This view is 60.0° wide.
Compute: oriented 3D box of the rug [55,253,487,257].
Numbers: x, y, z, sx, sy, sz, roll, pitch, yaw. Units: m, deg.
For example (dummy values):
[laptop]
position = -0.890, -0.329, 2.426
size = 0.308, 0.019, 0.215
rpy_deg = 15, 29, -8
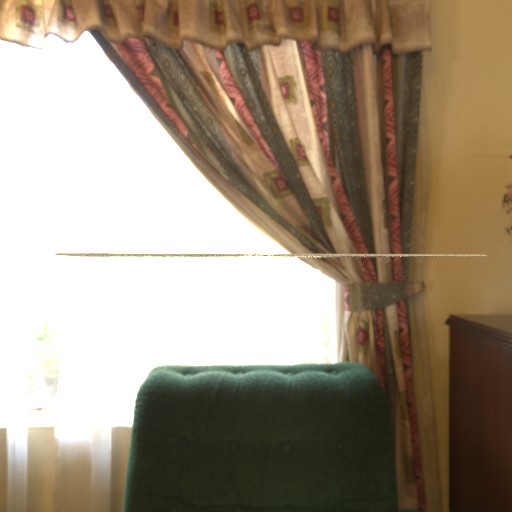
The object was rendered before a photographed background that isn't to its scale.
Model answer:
[rug]
position = 0.000, 0.000, 2.879
size = 2.232, 0.011, 1.555
rpy_deg = 0, 0, -18
